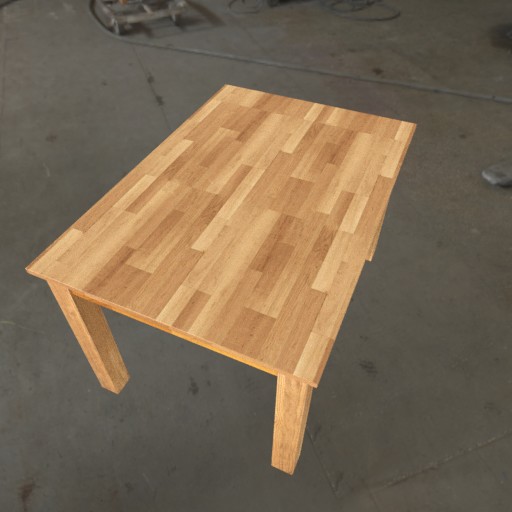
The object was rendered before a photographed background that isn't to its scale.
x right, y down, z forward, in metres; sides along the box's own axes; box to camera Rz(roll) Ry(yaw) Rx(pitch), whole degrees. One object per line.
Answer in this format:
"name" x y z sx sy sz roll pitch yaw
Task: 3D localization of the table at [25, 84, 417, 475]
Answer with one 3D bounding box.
"table" 0.000 0.000 1.852 0.900 0.750 1.300 18 49 16
